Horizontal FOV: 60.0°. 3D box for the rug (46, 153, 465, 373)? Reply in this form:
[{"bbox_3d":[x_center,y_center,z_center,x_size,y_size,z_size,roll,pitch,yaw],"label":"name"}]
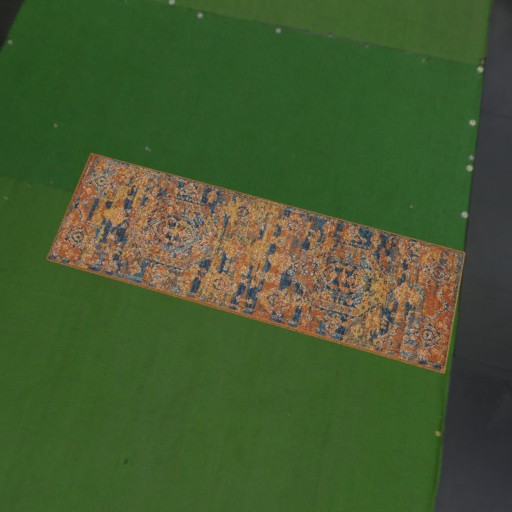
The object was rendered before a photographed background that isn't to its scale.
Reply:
[{"bbox_3d":[0.000,0.000,2.008,1.820,0.013,0.556,15,76,4],"label":"rug"}]
